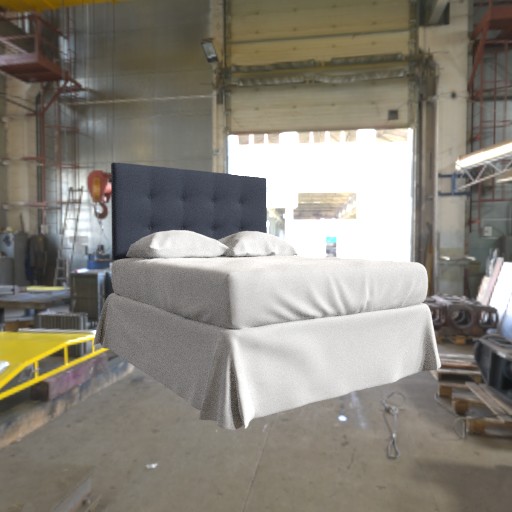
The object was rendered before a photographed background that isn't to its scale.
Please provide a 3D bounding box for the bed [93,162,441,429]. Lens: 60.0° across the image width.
[{"bbox_3d":[0.000,0.000,3.462,1.936,1.577,2.222,-1,2,-35],"label":"bed"}]
